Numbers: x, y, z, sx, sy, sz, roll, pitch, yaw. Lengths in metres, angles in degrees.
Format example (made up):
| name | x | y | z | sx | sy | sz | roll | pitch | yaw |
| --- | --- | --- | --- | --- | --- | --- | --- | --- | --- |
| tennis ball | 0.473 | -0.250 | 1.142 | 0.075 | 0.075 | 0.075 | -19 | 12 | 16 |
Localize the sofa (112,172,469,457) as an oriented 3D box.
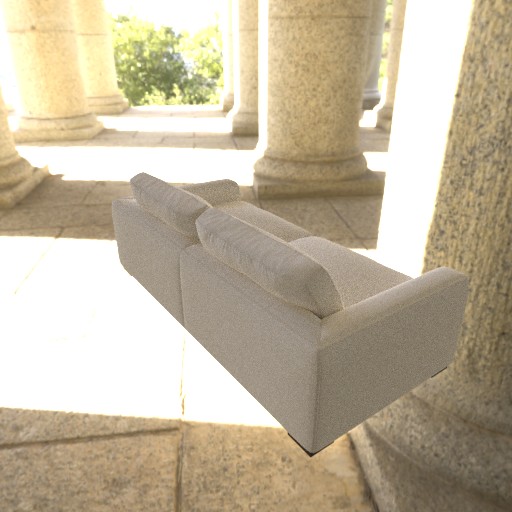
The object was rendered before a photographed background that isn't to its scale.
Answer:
| name | x | y | z | sx | sy | sz | roll | pitch | yaw |
| --- | --- | --- | --- | --- | --- | --- | --- | --- | --- |
| sofa | 0.000 | 0.000 | 2.795 | 1.070 | 0.801 | 2.262 | -17 | 30 | -32 |
